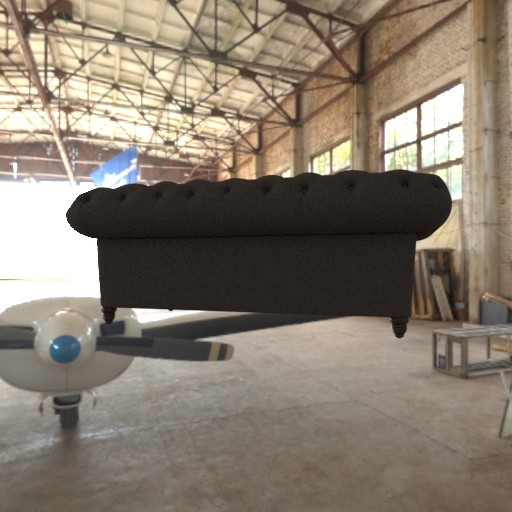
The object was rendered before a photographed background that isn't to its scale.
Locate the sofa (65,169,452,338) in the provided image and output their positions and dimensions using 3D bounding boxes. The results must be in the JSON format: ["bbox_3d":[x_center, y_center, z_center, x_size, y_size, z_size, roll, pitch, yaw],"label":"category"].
[{"bbox_3d":[0.000,0.000,2.517,1.998,0.764,0.986,0,-1,17],"label":"sofa"}]
